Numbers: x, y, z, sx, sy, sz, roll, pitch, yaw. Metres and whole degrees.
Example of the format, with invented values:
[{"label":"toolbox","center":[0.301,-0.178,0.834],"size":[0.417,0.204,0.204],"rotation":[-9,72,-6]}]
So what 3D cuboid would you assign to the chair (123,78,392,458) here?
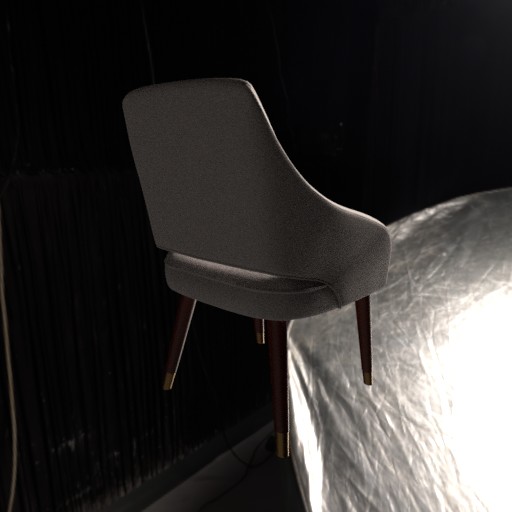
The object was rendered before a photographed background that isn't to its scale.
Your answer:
[{"label":"chair","center":[0.000,0.000,1.285],"size":[0.609,0.889,0.600],"rotation":[12,19,40]}]
